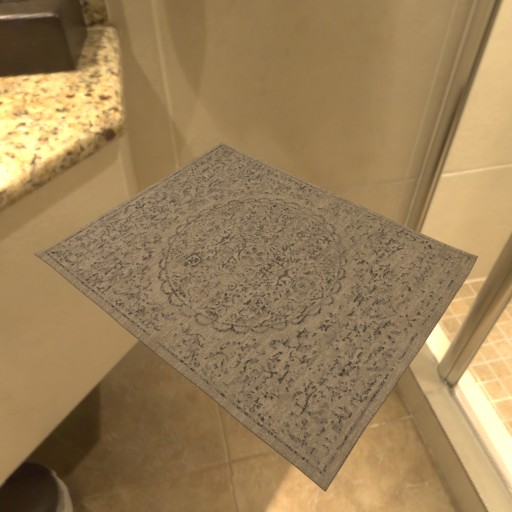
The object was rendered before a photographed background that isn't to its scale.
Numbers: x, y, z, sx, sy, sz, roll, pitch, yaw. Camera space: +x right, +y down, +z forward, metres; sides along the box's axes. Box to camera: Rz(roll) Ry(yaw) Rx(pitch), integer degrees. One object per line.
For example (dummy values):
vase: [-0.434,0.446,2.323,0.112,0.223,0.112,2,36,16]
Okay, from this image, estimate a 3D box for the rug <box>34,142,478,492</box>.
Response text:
rug: [0.000,0.000,3.722,2.925,0.026,2.343,30,52,27]
